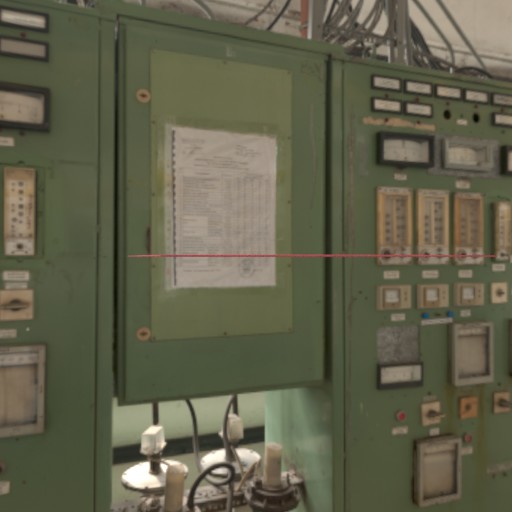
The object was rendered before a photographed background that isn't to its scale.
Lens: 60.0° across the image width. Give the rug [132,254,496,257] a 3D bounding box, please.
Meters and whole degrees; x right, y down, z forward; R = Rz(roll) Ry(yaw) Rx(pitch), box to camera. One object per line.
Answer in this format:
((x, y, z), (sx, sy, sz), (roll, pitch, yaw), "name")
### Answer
((0.000, 0.000, 2.954), (1.534, 0.010, 2.423), (0, 0, -19), "rug")
